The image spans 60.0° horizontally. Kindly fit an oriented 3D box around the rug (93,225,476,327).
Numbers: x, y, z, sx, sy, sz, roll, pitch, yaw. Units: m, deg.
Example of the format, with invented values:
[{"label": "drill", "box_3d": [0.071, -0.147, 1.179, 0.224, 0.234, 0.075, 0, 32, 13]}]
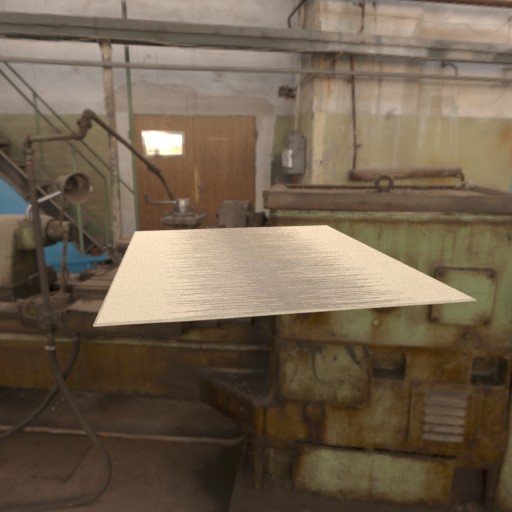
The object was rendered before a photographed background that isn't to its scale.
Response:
[{"label": "rug", "box_3d": [0.000, 0.000, 4.189, 2.453, 0.010, 3.037, -2, 14, -10]}]
